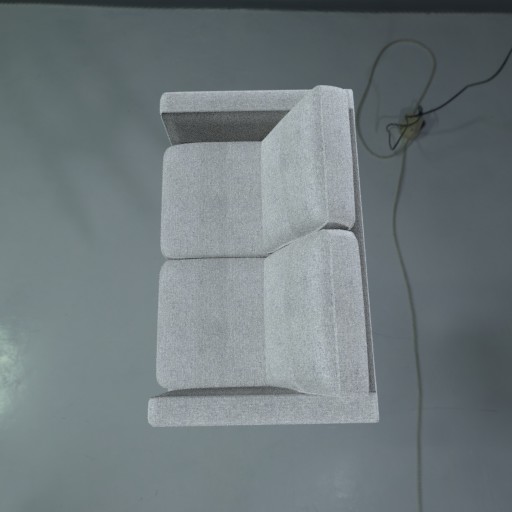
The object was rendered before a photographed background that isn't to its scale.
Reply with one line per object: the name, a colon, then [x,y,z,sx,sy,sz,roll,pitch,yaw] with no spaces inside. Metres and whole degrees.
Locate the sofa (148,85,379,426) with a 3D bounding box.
sofa: [0.000,0.000,2.207,0.969,0.973,1.527,-1,76,0]
